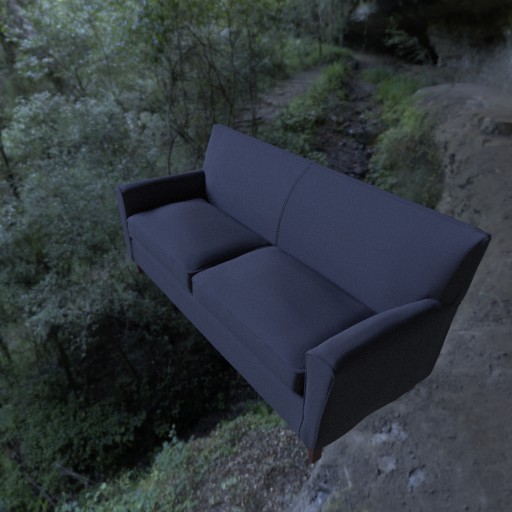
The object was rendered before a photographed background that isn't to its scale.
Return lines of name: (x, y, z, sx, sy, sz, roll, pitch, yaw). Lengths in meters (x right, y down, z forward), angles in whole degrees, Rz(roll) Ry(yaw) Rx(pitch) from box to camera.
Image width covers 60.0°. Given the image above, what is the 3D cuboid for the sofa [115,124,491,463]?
sofa: (0.000, 0.000, 2.434, 0.843, 0.907, 2.002, -21, 38, -30)
